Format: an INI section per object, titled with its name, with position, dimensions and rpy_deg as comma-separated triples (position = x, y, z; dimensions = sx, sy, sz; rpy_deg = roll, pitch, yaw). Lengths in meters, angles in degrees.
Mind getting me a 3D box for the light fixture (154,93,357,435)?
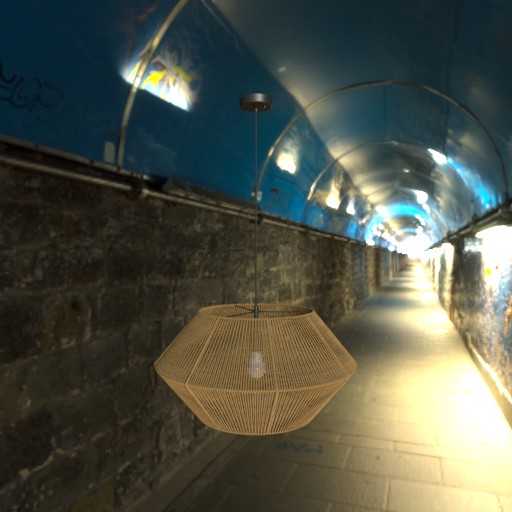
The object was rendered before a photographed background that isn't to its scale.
[light fixture]
position = 0.000, 0.000, 1.431
dimensions = 0.643, 1.009, 0.643
rpy_deg = 0, 0, 0
